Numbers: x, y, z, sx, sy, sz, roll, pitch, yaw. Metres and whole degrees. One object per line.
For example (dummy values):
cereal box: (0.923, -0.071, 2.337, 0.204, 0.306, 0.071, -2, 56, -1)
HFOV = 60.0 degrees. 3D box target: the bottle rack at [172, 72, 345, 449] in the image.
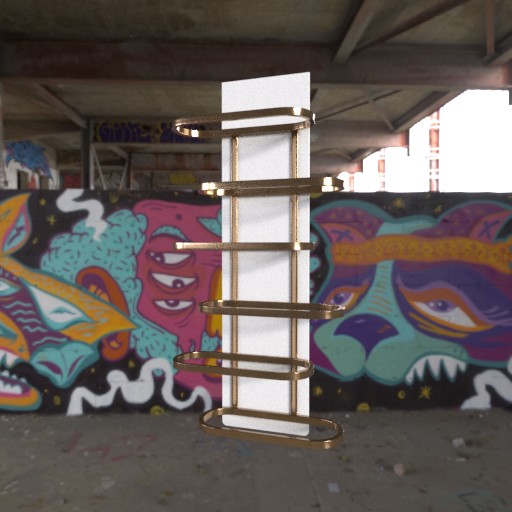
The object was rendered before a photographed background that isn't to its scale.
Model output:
bottle rack: (0.000, 0.000, 0.838, 0.332, 0.709, 0.118, 0, 1, 18)
